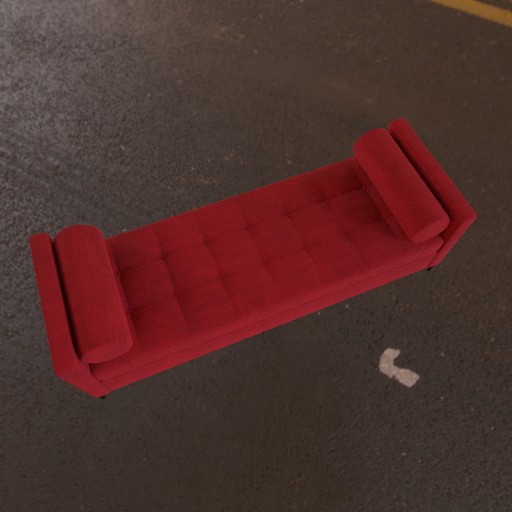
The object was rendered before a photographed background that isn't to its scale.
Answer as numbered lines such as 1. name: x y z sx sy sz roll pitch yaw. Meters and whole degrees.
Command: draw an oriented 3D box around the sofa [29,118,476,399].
1. sofa: 0.000 0.000 2.316 1.981 0.635 0.686 -20 64 -10
